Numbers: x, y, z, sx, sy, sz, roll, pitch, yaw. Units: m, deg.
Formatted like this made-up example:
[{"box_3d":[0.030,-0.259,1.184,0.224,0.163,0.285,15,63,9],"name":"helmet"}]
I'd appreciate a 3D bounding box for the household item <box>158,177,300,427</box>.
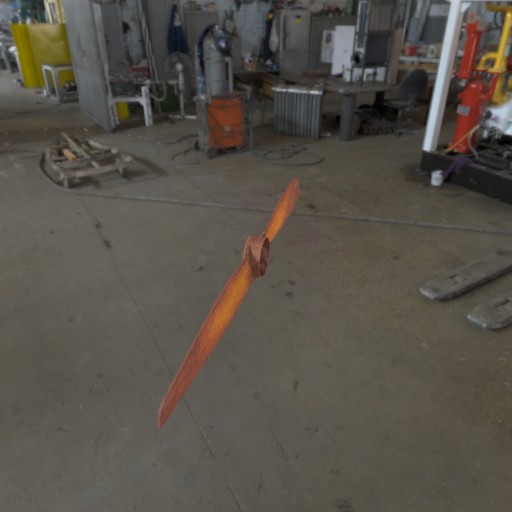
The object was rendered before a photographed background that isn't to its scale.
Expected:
[{"box_3d":[0.000,0.000,1.251,0.051,0.121,1.181,8,30,14],"name":"household item"}]
